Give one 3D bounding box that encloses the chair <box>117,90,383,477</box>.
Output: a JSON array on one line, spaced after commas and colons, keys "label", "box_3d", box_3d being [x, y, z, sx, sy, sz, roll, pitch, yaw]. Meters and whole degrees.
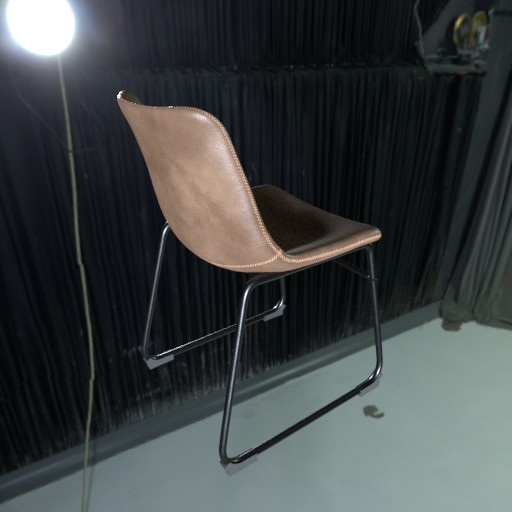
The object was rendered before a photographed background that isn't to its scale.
[{"label": "chair", "box_3d": [0.000, 0.000, 1.102, 0.551, 0.780, 0.460, -18, 32, -31]}]
